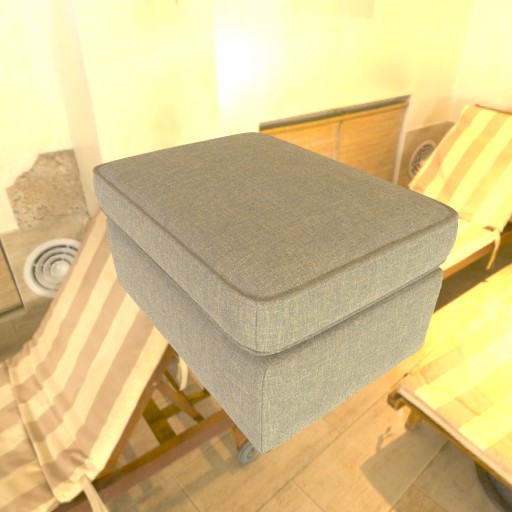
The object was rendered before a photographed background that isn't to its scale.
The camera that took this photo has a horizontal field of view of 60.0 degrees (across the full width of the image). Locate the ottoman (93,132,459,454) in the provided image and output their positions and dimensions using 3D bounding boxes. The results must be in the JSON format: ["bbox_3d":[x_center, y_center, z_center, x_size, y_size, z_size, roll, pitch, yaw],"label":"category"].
[{"bbox_3d":[0.000,0.000,1.128,0.559,0.457,0.762,-21,38,-30],"label":"ottoman"}]
